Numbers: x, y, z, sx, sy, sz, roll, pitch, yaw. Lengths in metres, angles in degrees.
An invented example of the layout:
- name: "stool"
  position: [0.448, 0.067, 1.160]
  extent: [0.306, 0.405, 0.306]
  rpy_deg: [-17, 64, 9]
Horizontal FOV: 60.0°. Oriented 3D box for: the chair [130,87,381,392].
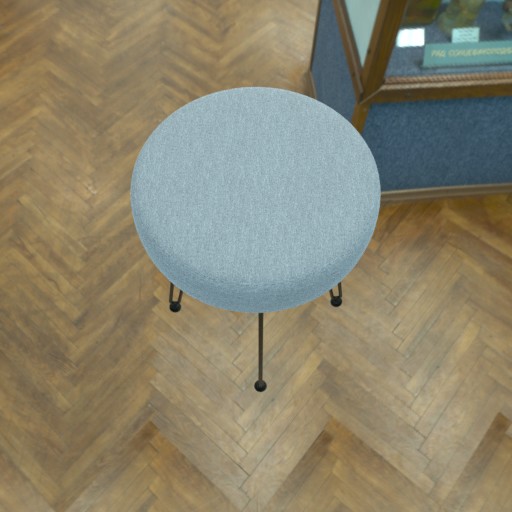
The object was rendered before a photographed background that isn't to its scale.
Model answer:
- name: "chair"
  position: [0.000, 0.000, 0.705]
  extent: [0.350, 0.440, 0.350]
  rpy_deg: [-2, 64, -1]
